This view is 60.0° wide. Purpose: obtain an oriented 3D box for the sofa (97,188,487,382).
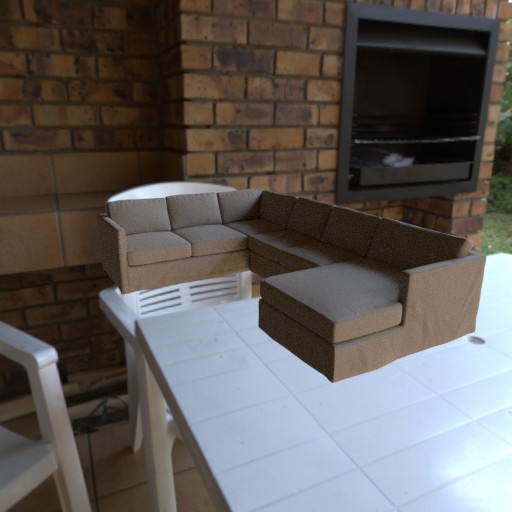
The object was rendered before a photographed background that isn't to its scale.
[{"bbox_3d":[0.000,0.000,4.532,2.427,0.882,3.460,-9,19,-29],"label":"sofa"}]
